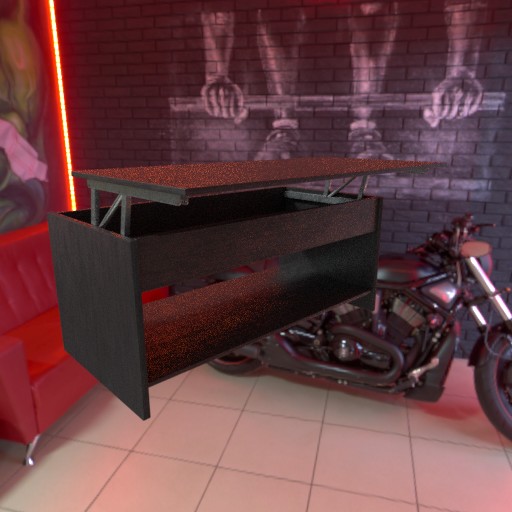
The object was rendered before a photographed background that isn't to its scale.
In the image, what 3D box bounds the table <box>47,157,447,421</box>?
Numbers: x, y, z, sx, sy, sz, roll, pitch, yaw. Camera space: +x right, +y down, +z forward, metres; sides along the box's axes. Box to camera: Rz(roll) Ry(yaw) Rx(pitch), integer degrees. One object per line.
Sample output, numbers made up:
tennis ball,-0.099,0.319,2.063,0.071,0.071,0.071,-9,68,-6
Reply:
table,0.000,0.000,1.406,1.000,0.570,0.712,-14,21,-41
